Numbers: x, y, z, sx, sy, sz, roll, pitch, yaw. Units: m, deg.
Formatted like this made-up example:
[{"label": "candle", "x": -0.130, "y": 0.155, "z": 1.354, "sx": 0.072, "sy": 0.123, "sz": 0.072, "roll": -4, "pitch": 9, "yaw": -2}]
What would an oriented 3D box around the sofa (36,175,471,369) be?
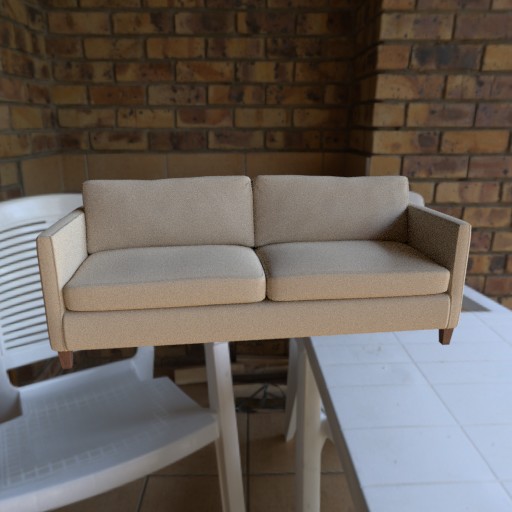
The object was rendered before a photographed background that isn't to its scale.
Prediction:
[{"label": "sofa", "x": 0.000, "y": 0.000, "z": 2.843, "sx": 2.361, "sy": 0.968, "sz": 0.951, "roll": -2, "pitch": 17, "yaw": -7}]
